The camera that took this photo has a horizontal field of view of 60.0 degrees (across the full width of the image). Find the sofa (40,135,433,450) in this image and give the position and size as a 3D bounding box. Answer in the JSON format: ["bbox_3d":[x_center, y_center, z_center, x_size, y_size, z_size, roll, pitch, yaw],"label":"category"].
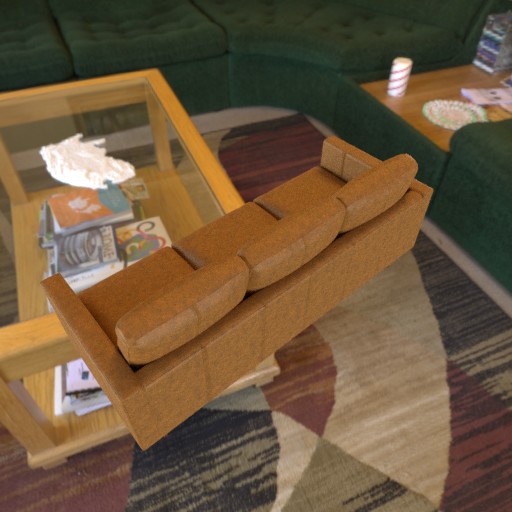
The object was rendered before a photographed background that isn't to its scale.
[{"bbox_3d":[0.000,0.000,2.723,2.231,0.930,0.903,-31,53,-27],"label":"sofa"}]
